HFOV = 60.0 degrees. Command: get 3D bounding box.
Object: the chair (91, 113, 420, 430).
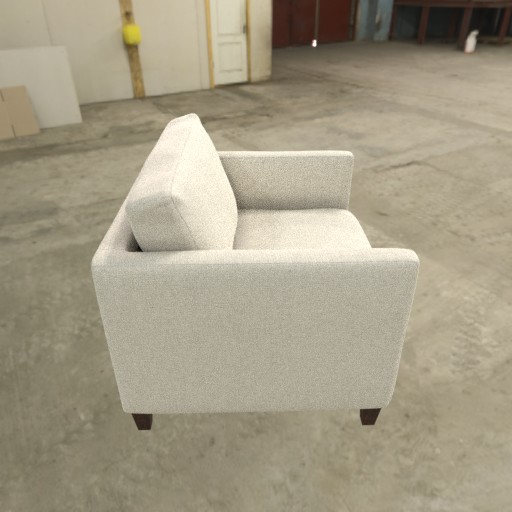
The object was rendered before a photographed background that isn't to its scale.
[{"bbox_3d":[0.000,0.000,1.751,0.959,0.919,0.996,-1,31,-1],"label":"chair"}]
